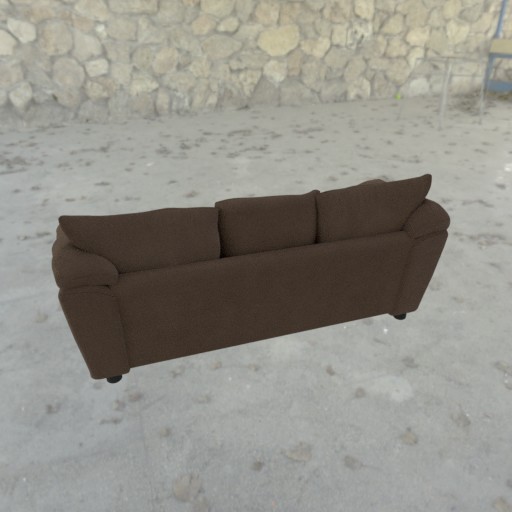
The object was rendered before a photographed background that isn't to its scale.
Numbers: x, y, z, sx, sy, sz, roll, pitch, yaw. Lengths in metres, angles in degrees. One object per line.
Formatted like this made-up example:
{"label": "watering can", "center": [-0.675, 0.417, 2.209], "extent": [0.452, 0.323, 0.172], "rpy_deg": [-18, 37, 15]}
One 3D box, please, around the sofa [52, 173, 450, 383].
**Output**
{"label": "sofa", "center": [0.000, 0.000, 2.844], "extent": [2.336, 1.015, 0.878], "rpy_deg": [-9, 29, -16]}
